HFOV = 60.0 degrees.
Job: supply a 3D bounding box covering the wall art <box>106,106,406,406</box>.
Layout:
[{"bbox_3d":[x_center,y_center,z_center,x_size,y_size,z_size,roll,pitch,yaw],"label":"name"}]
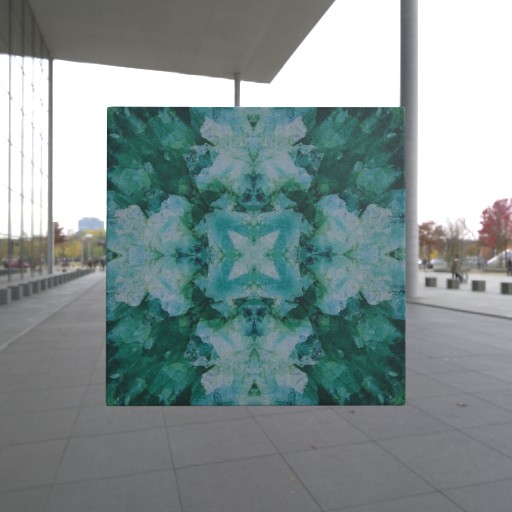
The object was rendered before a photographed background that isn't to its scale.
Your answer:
[{"bbox_3d":[0.000,0.000,0.479,0.313,0.313,0.033,0,0,0],"label":"wall art"}]
